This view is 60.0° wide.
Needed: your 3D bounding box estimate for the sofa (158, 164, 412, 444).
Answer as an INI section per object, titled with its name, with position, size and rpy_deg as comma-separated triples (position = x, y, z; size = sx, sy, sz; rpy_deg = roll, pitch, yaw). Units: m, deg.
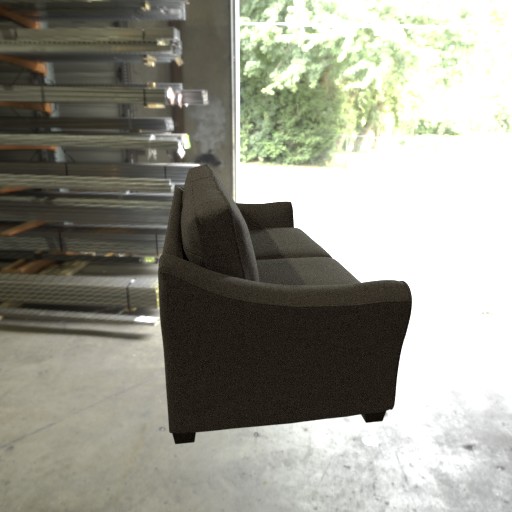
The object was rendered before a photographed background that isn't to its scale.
[sofa]
position = 0.000, 0.000, 2.687
size = 1.013, 0.976, 2.203
rpy_deg = -2, 16, -8
